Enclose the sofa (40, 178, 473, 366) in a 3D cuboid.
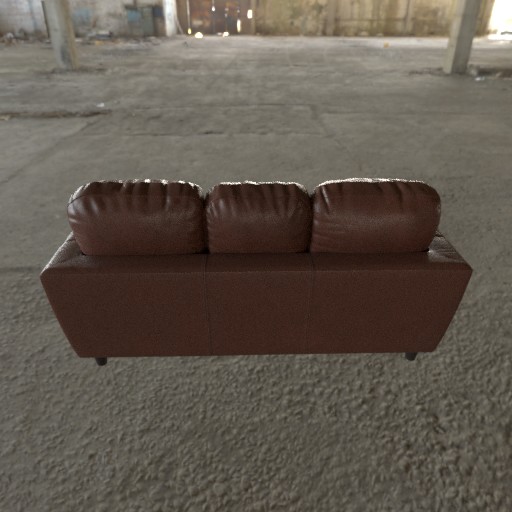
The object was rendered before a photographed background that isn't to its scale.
[{"bbox_3d":[0.000,0.000,2.285,1.862,0.915,0.802,-1,29,-1],"label":"sofa"}]
